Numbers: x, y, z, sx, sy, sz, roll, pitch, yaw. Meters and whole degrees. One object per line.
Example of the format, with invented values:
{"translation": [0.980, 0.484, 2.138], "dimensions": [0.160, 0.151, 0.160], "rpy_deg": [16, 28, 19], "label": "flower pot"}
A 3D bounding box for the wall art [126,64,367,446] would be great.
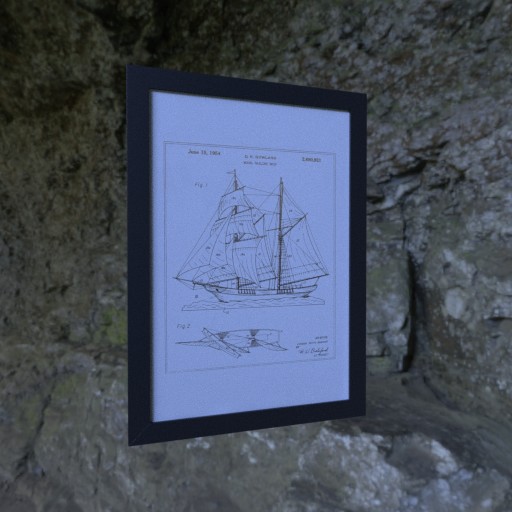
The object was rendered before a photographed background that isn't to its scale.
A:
{"translation": [0.000, 0.000, 0.682], "dimensions": [0.381, 0.534, 0.013], "rpy_deg": [0, 1, -18], "label": "wall art"}
